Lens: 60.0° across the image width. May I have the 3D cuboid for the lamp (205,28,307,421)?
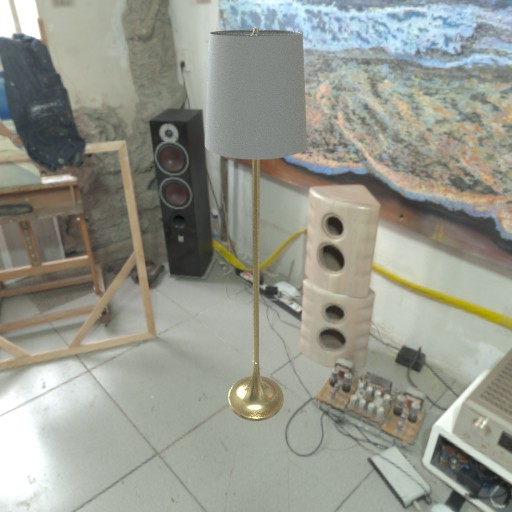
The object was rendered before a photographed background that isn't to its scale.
[{"bbox_3d":[0.000,0.000,1.687,0.337,1.543,0.337,0,30,0],"label":"lamp"}]
